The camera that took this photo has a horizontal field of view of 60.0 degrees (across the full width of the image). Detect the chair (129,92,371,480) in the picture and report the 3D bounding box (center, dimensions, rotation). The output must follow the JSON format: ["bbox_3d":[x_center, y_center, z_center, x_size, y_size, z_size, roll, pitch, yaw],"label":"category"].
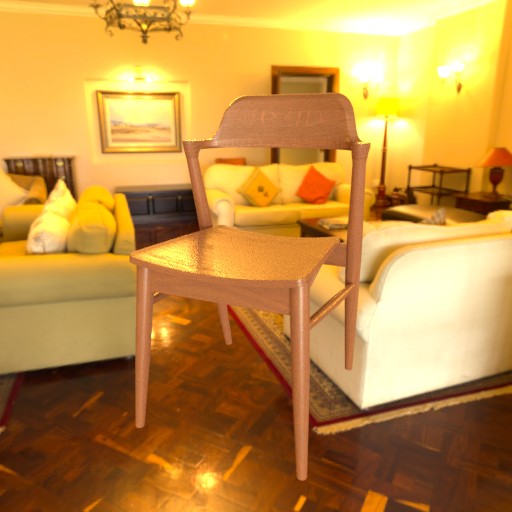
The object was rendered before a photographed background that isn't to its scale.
[{"bbox_3d":[0.000,0.000,1.120,0.496,0.801,0.499,7,18,23],"label":"chair"}]
